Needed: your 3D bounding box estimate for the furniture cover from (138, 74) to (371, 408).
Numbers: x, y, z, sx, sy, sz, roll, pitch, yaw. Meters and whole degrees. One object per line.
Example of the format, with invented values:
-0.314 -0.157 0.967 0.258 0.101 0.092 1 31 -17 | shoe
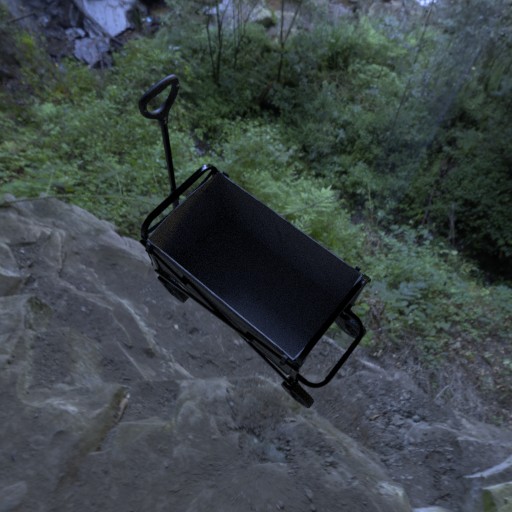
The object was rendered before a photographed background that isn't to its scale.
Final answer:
0.000 0.000 1.757 1.038 1.295 0.532 37 70 16 | furniture cover
